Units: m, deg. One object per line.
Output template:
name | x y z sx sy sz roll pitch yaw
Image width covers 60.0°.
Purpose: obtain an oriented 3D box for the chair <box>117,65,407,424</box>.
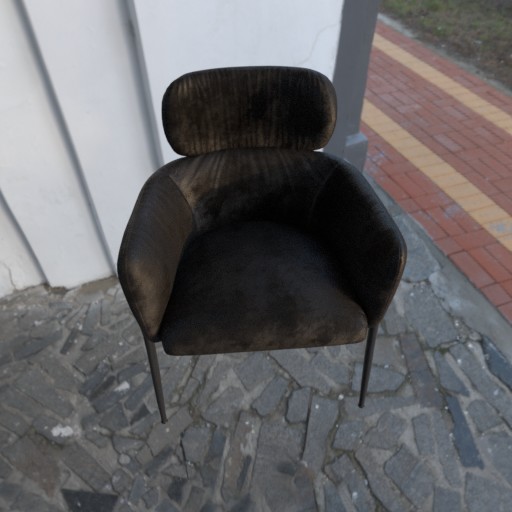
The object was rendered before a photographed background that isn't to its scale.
chair | 0.000 0.000 1.241 0.640 0.818 0.604 -3 47 -3
